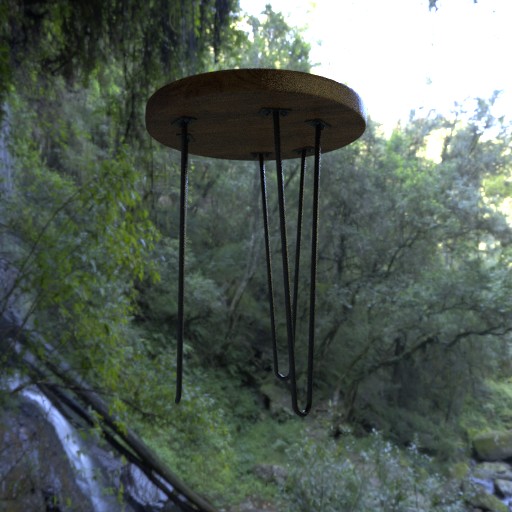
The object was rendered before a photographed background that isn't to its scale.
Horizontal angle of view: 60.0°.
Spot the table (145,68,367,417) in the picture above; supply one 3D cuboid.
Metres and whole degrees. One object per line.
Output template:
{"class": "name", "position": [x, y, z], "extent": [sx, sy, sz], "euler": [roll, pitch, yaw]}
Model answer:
{"class": "table", "position": [0.000, 0.000, 0.816], "extent": [0.400, 0.520, 0.400], "euler": [0, -2, 0]}
